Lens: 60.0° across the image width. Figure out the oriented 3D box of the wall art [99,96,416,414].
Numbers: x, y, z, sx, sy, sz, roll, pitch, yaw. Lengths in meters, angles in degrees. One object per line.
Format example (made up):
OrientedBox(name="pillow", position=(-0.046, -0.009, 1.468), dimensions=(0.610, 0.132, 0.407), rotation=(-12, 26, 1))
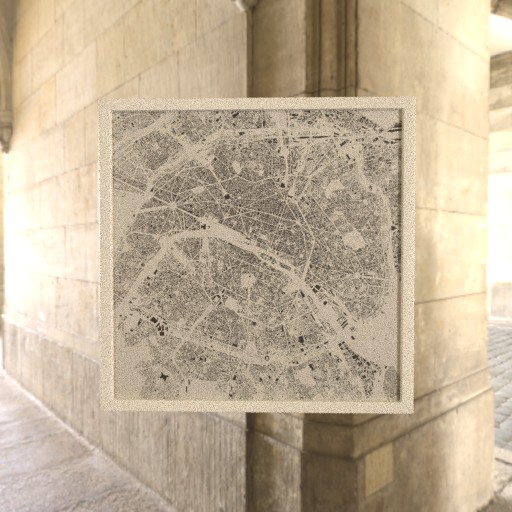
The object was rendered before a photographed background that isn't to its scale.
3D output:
OrientedBox(name="wall art", position=(0.000, 0.000, 0.733), dimensions=(0.508, 0.508, 0.038), rotation=(0, 1, 1))
